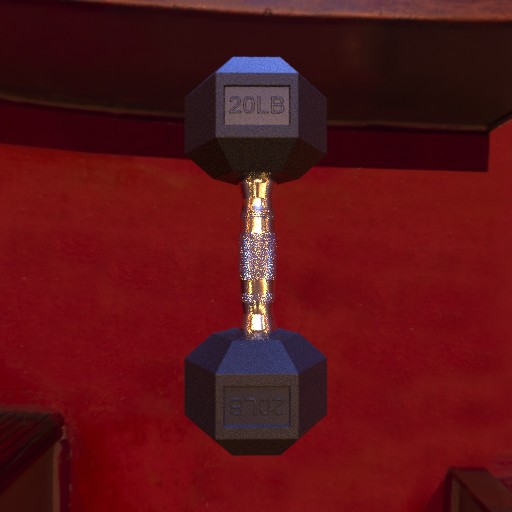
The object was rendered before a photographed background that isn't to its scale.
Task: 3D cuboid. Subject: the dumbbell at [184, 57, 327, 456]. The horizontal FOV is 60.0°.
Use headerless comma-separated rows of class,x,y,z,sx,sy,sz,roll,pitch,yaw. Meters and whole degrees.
dumbbell,0.000,0.000,0.330,0.106,0.092,0.272,0,90,-1
